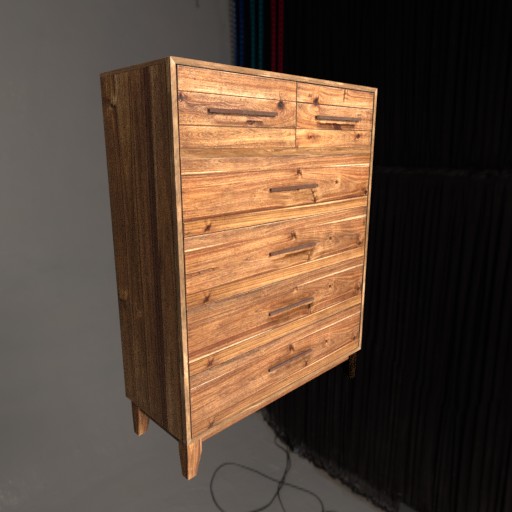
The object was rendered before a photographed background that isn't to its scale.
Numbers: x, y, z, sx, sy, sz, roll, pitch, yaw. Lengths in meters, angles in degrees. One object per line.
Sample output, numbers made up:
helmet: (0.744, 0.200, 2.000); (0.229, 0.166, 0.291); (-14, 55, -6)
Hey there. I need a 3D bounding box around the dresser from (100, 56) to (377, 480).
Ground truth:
dresser: (0.000, 0.000, 1.887); (1.062, 1.393, 0.442); (-13, 19, -42)
